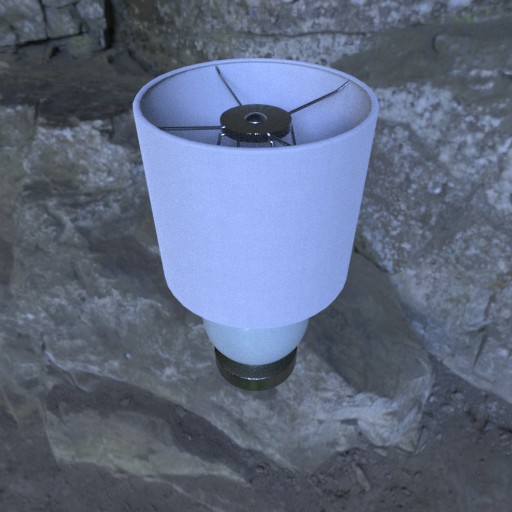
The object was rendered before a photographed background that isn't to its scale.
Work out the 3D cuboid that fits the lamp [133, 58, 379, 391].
[{"bbox_3d":[0.000,0.000,0.482,0.201,0.353,0.201,25,47,27],"label":"lamp"}]
